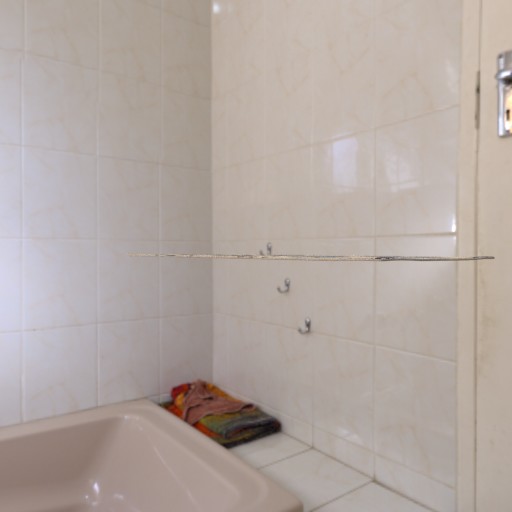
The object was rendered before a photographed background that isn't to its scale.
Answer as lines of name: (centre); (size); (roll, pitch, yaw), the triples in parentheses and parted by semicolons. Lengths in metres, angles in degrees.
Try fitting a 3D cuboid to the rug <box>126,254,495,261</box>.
rug: (0.000, 0.000, 2.483); (0.692, 0.017, 2.301); (0, 1, -35)
